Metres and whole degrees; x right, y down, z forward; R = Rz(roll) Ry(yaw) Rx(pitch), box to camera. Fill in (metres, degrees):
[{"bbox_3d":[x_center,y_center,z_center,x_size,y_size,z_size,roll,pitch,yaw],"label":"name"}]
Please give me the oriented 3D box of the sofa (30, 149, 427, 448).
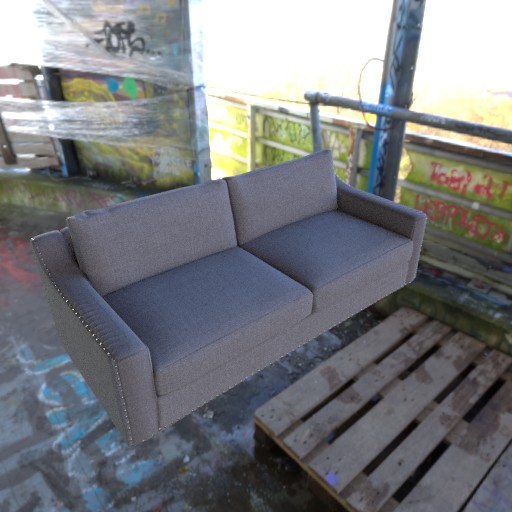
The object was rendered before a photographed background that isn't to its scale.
[{"bbox_3d":[0.000,0.000,2.689,2.208,0.857,1.000,-22,36,-34],"label":"sofa"}]
